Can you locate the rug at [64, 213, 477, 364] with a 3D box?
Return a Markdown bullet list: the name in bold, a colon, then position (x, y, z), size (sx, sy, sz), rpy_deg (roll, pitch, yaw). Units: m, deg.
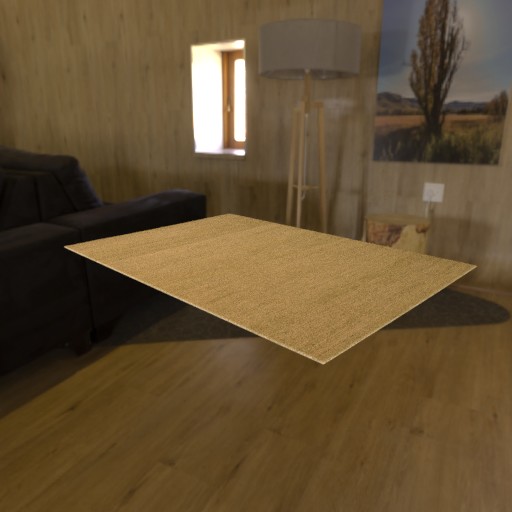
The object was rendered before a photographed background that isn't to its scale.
- **rug**: position (0.000, 0.000, 5.123), size (3.935, 0.025, 2.782), rpy_deg (16, 23, 42)
